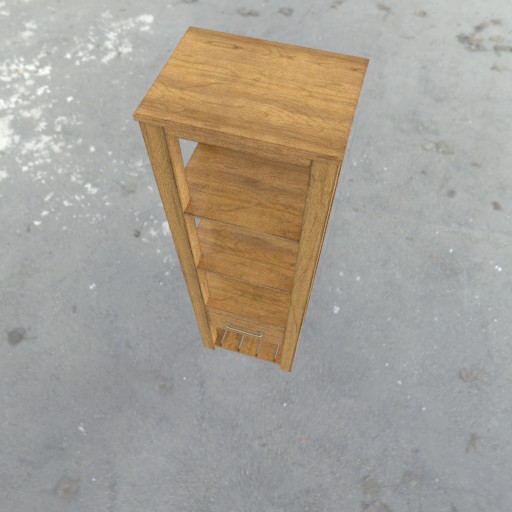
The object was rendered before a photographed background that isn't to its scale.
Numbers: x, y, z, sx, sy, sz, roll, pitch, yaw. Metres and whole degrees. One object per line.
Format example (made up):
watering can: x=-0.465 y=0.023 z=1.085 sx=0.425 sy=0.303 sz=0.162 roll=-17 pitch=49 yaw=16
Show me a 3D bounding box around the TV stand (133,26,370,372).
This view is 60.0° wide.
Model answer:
TV stand: x=0.000 y=0.000 z=2.014 sx=0.565 sy=1.828 sz=0.435 roll=14 pitch=60 yaw=9
